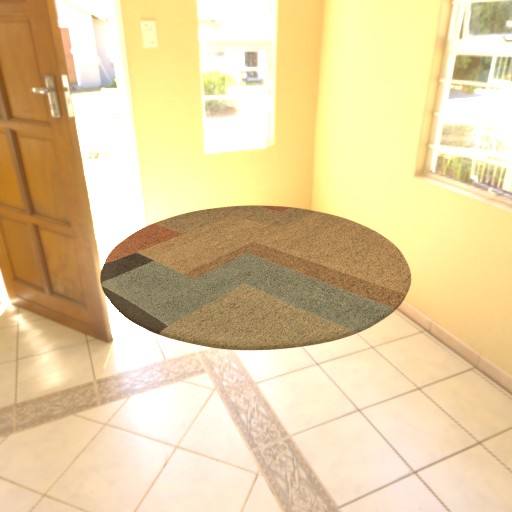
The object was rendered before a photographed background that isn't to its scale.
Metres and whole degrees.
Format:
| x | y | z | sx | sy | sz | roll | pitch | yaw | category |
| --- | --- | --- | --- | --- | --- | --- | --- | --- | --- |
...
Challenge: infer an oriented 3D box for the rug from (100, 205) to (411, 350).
| x | y | z | sx | sy | sz | roll | pitch | yaw | category |
| --- | --- | --- | --- | --- | --- | --- | --- | --- | --- |
| 0.000 | 0.000 | 3.676 | 2.461 | 0.033 | 2.461 | 0 | 26 | 0 | rug |
